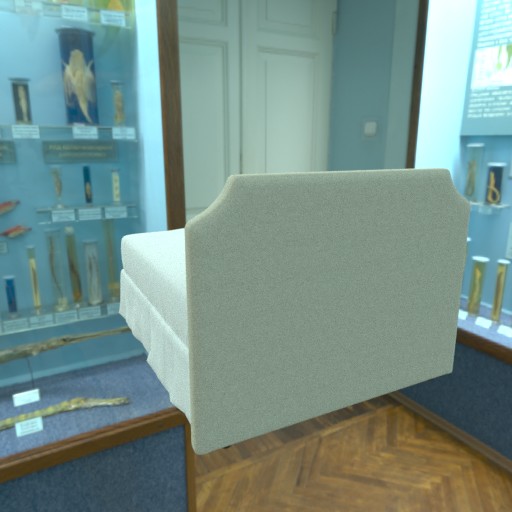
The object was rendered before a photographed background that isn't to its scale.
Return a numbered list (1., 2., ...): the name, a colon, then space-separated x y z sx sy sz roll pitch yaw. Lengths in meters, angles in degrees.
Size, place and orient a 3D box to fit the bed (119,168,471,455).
1. bed: 0.000 0.000 3.145 1.693 1.290 2.116 -7 16 -26
